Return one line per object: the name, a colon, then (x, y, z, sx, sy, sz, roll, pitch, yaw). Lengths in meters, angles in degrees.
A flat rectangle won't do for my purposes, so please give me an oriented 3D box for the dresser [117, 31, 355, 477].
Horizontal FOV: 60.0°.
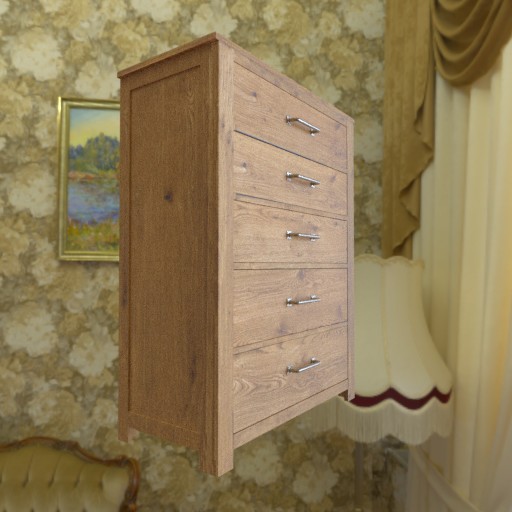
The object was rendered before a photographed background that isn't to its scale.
dresser: (0.000, 0.000, 1.987, 0.558, 1.431, 1.081, -1, -1, 37)
